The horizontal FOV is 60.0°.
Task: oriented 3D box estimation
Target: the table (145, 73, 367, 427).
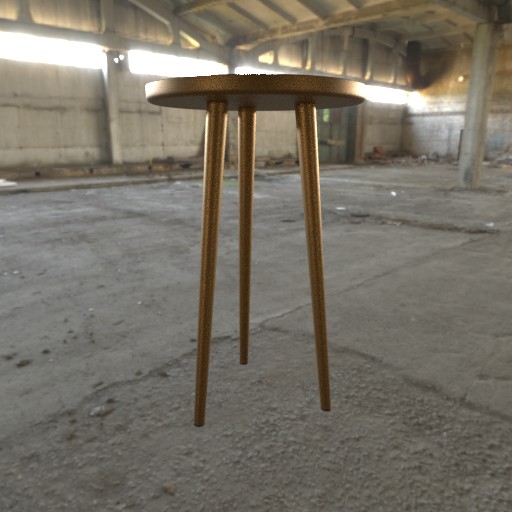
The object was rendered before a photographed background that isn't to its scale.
[{"bbox_3d":[0.000,0.000,0.677,0.299,0.480,0.299,-14,20,-43],"label":"table"}]
